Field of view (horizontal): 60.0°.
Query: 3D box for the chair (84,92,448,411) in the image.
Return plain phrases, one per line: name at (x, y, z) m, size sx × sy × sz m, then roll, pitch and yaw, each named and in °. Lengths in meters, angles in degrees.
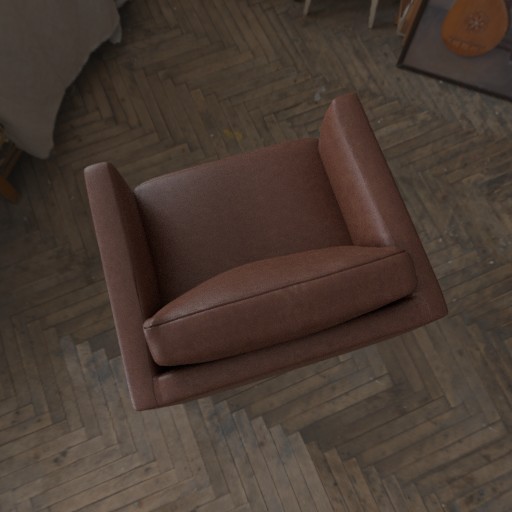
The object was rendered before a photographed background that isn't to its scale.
chair at (0.000, 0.000, 1.841) m, size 1.107 × 0.917 × 0.959 m, roll -16°, pitch 74°, yaw -5°
